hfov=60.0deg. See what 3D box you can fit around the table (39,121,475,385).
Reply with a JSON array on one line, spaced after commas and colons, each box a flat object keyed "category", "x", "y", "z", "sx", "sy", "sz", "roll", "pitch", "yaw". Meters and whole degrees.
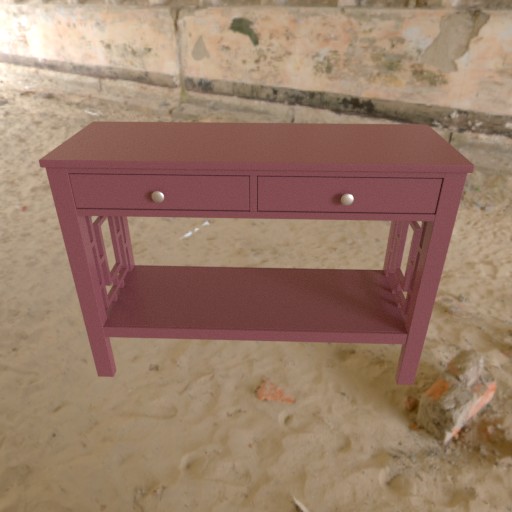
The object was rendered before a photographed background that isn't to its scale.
[{"category": "table", "x": 0.000, "y": 0.000, "z": 1.436, "sx": 1.068, "sy": 0.753, "sz": 0.397, "roll": 1, "pitch": 31, "yaw": 2}]
